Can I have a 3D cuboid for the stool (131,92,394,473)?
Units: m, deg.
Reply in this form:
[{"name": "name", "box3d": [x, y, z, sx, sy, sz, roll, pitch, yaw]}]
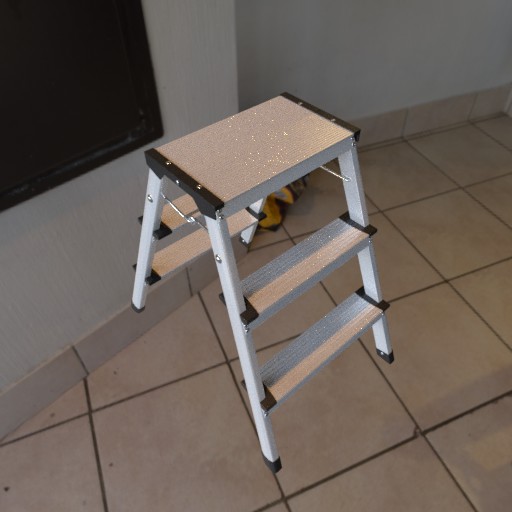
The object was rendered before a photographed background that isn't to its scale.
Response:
[{"name": "stool", "box3d": [0.000, 0.000, 1.019, 0.437, 0.605, 0.622, -32, 54, -27]}]
